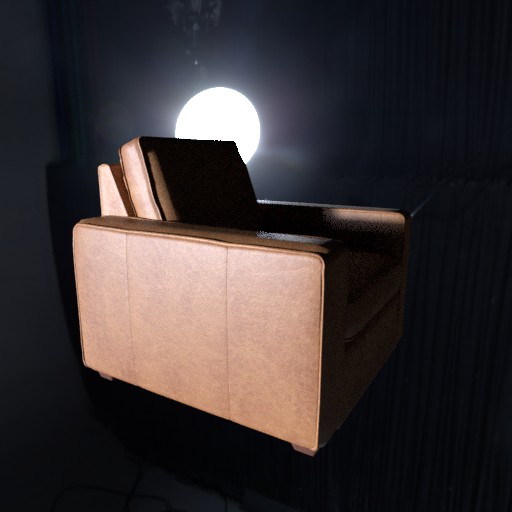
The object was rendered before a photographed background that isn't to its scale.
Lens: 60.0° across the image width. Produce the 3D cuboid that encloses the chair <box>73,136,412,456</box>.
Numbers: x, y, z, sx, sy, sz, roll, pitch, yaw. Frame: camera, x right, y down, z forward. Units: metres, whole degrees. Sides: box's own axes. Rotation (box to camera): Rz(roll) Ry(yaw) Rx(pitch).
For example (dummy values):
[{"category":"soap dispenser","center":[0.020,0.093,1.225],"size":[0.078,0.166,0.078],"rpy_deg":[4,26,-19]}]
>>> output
[{"category":"chair","center":[0.000,0.000,1.735],"size":[1.027,0.901,0.987],"rpy_deg":[7,15,27]}]
